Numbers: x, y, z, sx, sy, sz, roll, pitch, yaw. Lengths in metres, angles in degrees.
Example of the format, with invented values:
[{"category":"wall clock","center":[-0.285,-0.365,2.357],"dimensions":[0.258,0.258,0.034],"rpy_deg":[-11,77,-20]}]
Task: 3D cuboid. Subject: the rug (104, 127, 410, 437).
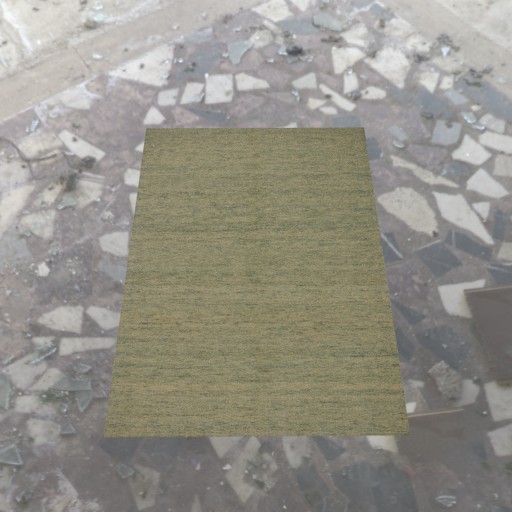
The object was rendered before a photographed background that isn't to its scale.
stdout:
[{"category":"rug","center":[0.000,0.000,4.235],"dimensions":[2.437,0.014,3.201],"rpy_deg":[0,63,0]}]
